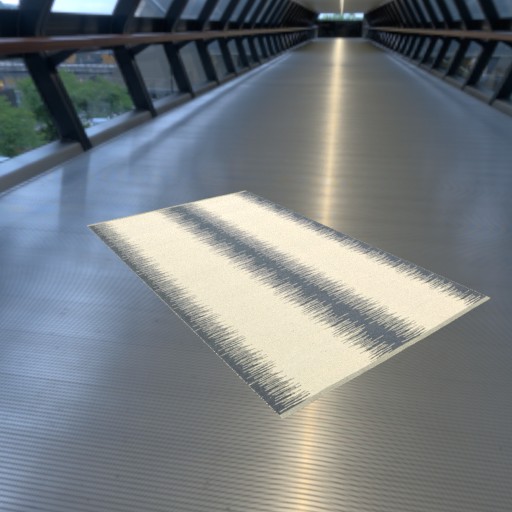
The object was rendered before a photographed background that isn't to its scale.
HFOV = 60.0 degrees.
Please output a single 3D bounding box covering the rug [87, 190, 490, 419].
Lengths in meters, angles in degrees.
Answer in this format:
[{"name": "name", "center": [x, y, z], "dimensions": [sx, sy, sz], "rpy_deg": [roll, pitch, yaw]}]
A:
[{"name": "rug", "center": [0.000, 0.000, 3.002], "dimensions": [1.519, 0.003, 2.453], "rpy_deg": [-18, 31, -32]}]
